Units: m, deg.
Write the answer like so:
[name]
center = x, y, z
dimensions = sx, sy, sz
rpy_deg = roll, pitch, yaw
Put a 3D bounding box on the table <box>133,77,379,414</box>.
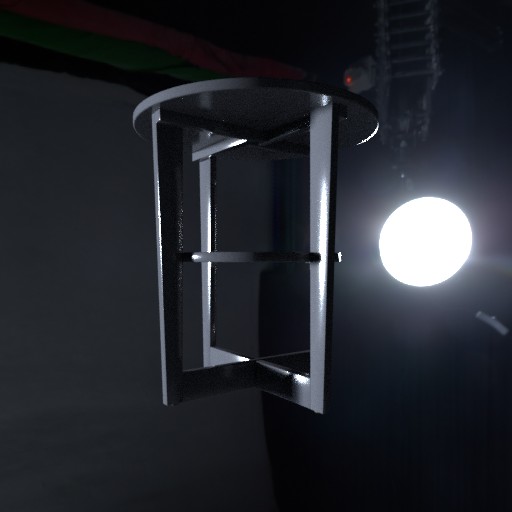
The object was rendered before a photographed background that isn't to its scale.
[table]
center = 0.000, 0.000, 0.933
dimensions = 0.500, 0.550, 0.500
rpy_deg = 0, 0, 0
